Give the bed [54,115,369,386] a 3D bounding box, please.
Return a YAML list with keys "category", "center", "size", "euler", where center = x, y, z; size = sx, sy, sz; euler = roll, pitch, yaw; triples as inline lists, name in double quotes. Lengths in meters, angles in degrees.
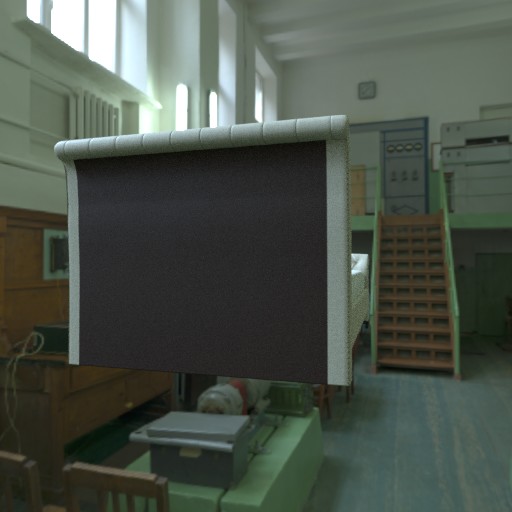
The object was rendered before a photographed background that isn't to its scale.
- category: "bed"
  center: [0.000, 0.000, 3.410]
  size: [1.606, 1.268, 2.493]
  euler: [0, -1, 17]
